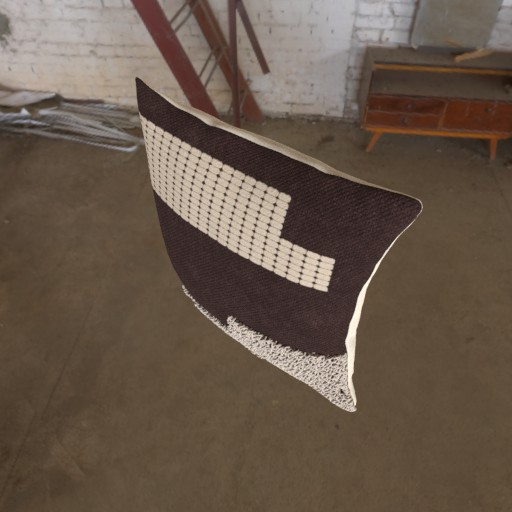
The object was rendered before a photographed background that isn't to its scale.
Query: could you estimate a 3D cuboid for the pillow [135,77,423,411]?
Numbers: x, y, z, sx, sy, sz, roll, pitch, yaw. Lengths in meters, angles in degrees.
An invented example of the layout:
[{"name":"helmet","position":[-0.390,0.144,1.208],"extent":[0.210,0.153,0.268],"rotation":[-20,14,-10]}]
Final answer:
[{"name":"pillow","position":[0.000,0.000,0.733],"extent":[0.475,0.473,0.178],"rotation":[32,53,28]}]
